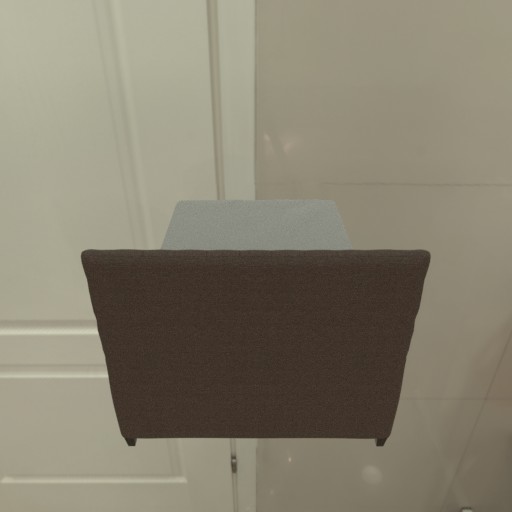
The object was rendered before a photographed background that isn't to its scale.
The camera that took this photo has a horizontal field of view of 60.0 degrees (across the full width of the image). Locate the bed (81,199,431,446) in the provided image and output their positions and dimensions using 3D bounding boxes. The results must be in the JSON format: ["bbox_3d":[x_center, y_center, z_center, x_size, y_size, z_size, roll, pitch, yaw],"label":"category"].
[{"bbox_3d":[0.000,0.000,3.457,1.698,1.427,2.387,0,31,0],"label":"bed"}]
